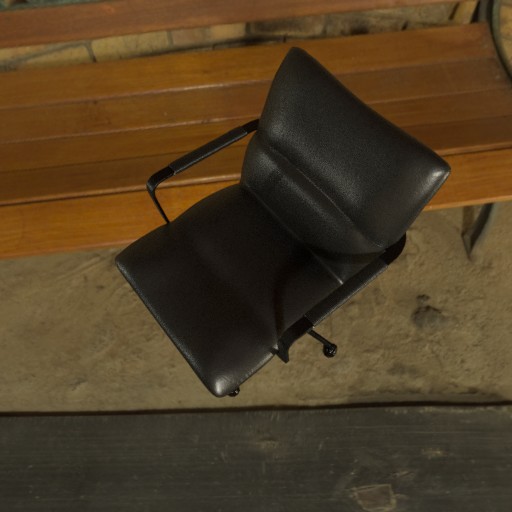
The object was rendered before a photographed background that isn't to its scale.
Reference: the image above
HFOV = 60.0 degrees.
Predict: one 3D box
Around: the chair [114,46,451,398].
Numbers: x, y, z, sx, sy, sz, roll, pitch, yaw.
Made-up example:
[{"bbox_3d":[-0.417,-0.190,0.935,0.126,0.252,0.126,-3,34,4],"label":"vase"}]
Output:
[{"bbox_3d":[0.000,0.000,1.438,0.748,0.922,0.719,-36,68,-17],"label":"chair"}]
